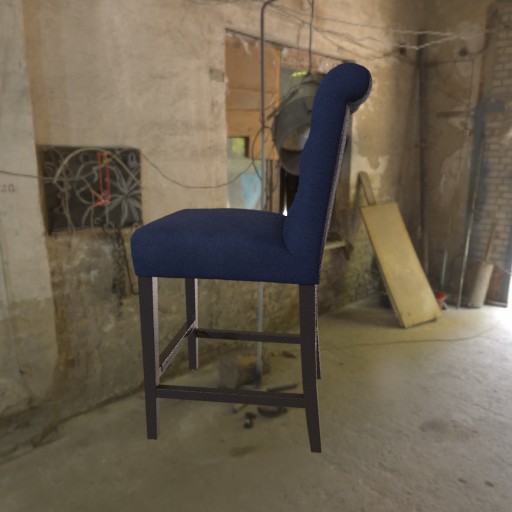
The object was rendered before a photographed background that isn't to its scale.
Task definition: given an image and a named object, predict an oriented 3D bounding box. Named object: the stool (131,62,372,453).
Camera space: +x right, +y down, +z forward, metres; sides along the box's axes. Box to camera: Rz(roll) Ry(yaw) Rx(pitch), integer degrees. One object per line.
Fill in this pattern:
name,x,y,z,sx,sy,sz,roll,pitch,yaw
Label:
stool,0.000,0.000,1.348,0.601,1.010,0.493,2,13,8
